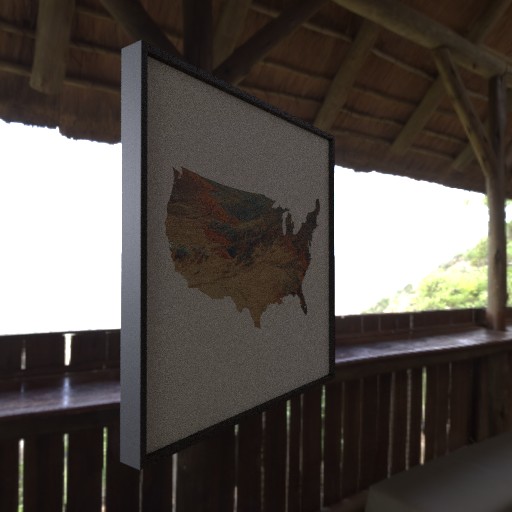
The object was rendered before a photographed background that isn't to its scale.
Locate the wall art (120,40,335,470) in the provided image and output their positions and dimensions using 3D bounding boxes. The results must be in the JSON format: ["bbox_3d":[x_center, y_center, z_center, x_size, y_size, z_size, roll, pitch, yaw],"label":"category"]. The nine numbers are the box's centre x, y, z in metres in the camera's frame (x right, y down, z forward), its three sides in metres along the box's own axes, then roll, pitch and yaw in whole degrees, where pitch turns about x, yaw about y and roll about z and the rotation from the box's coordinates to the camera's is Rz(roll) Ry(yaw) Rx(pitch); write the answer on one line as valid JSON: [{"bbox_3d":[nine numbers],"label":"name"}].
[{"bbox_3d":[0.000,0.000,0.736,0.038,0.507,0.507,0,-1,37],"label":"wall art"}]
